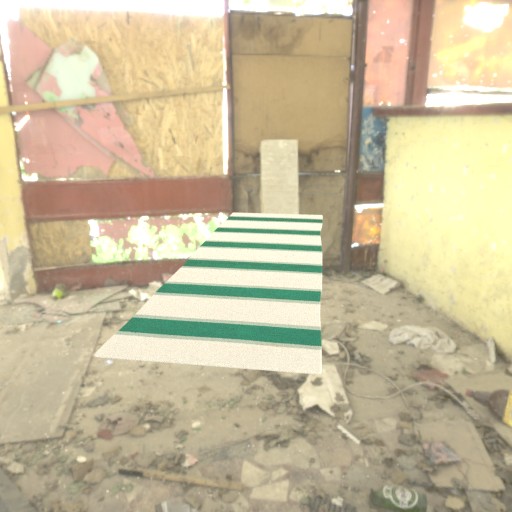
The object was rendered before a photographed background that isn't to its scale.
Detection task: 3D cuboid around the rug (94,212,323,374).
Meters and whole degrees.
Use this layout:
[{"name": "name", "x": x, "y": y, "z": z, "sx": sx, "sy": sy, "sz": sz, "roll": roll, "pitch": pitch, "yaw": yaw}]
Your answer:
[{"name": "rug", "x": 0.000, "y": 0.000, "z": 2.599, "sx": 0.768, "sy": 0.012, "sz": 2.438, "roll": 2, "pitch": 17, "yaw": 8}]
